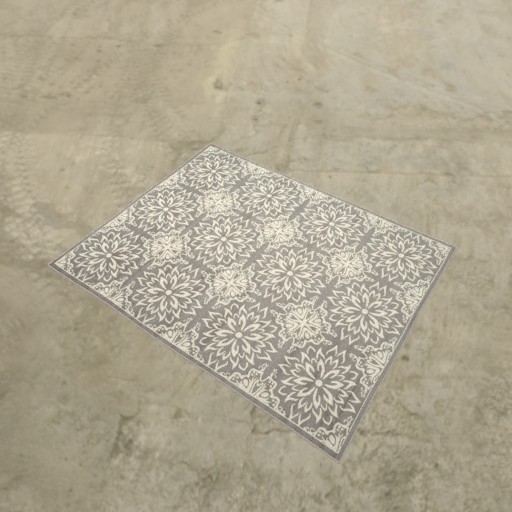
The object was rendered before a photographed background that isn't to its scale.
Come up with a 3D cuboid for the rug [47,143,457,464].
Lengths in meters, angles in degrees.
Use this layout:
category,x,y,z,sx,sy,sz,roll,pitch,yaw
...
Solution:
category,x,y,z,sx,sy,sz,roll,pitch,yaw
rug,0.000,0.000,4.101,2.980,0.012,2.363,28,54,23
